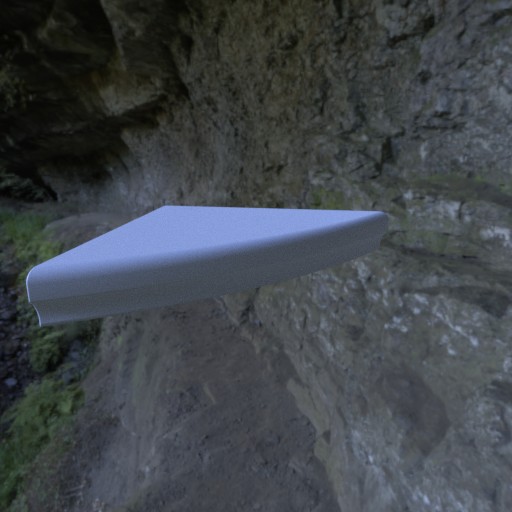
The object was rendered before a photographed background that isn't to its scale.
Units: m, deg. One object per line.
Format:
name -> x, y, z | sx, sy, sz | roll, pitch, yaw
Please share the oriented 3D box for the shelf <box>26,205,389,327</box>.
shelf -> 0.000, 0.000, 0.469 | 0.310, 0.050, 0.310 | 2, 16, 8
